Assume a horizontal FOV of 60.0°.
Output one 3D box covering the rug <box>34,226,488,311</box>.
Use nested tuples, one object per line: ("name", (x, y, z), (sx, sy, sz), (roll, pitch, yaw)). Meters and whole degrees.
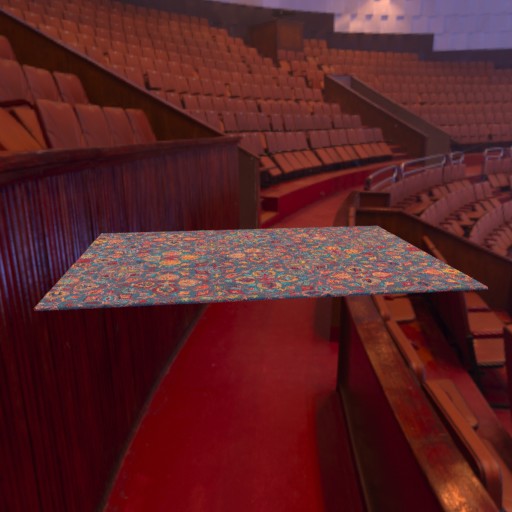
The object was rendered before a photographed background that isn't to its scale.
("rug", (0.000, 0.000, 2.348), (1.836, 0.014, 1.216), (-2, 16, -7))
